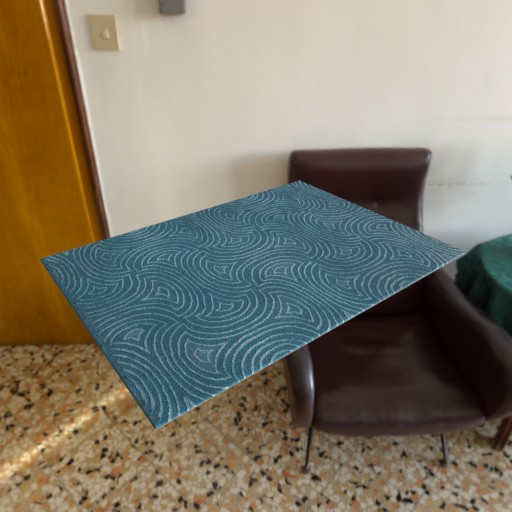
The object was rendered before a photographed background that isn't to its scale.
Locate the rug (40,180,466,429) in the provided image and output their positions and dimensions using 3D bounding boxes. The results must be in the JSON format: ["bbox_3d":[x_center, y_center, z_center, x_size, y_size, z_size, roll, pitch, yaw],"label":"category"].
[{"bbox_3d":[0.000,0.000,2.744,2.144,0.015,1.543,-22,37,-32],"label":"rug"}]
